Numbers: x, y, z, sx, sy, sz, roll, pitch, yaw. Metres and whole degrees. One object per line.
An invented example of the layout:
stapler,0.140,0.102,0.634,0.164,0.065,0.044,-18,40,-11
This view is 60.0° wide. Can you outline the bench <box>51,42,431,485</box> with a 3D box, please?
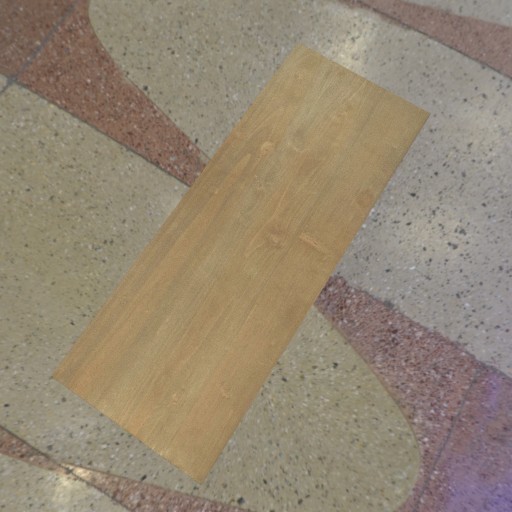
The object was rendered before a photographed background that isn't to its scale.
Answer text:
bench,0.000,0.000,1.427,0.458,0.458,1.183,32,77,8
